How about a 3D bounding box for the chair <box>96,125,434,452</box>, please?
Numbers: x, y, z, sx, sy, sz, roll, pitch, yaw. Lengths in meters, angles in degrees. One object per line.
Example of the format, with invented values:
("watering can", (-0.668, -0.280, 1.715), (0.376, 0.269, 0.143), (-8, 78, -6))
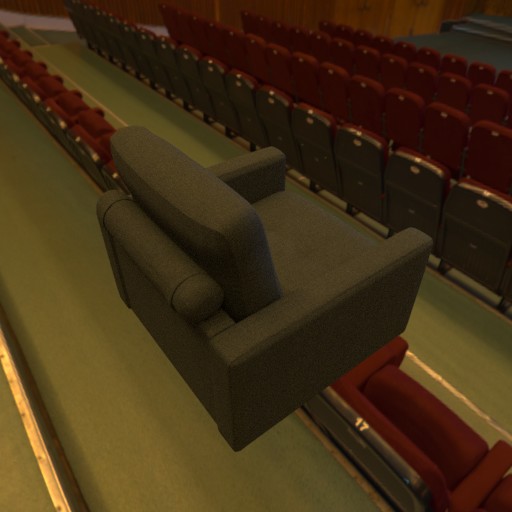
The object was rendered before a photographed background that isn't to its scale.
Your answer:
("chair", (0.000, 0.000, 1.521), (0.843, 0.880, 0.821), (-26, 46, -28))
